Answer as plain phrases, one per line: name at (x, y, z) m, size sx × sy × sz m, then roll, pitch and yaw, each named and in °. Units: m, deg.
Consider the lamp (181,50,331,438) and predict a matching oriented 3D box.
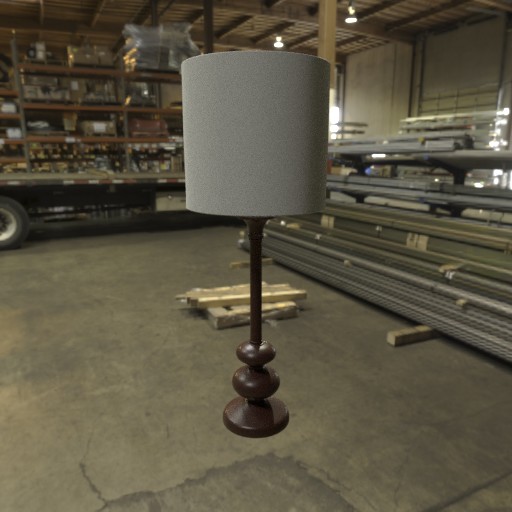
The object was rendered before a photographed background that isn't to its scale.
lamp at (0.000, 0.000, 0.836) m, size 0.254 × 0.690 × 0.254 m, roll -7°, pitch 15°, yaw -26°
